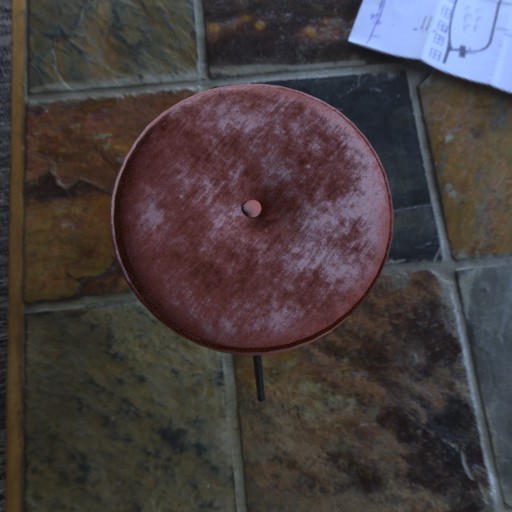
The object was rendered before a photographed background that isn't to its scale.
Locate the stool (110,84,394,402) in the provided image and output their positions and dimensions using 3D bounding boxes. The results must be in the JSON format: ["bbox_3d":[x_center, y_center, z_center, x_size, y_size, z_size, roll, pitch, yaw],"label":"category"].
[{"bbox_3d":[0.000,0.000,0.906,0.421,0.593,0.457,39,79,9],"label":"stool"}]
